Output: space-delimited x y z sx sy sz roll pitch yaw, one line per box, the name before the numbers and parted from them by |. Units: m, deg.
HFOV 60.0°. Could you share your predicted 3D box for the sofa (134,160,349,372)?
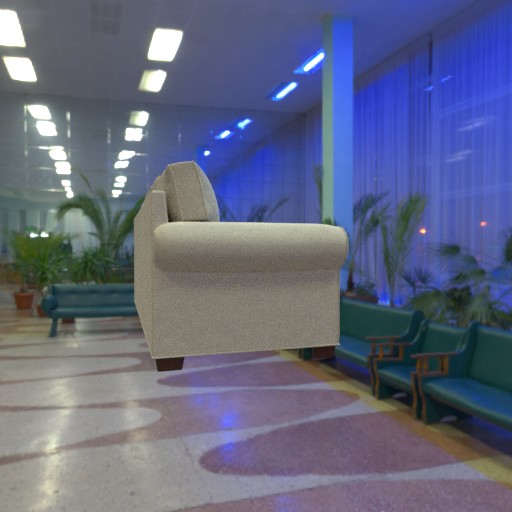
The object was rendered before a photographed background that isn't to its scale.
sofa | 0.000 0.000 2.411 1.226 0.734 1.770 0 1 -17
